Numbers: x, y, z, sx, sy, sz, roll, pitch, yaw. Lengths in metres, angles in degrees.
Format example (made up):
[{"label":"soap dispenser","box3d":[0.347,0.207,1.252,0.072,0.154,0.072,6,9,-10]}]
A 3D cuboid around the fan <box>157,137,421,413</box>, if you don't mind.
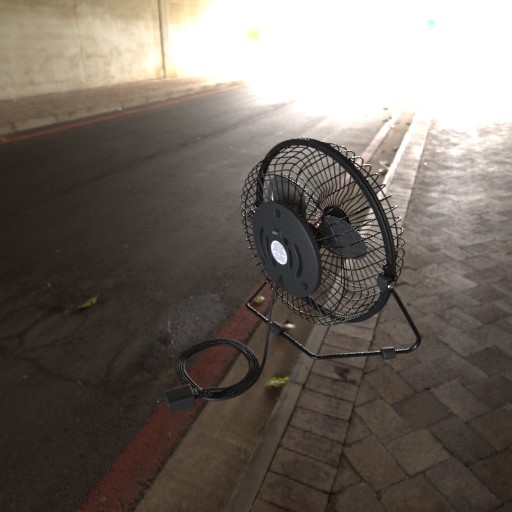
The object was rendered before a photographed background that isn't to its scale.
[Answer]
[{"label":"fan","box3d":[0.000,0.000,0.387,0.227,0.188,0.209,-18,31,-32]}]
